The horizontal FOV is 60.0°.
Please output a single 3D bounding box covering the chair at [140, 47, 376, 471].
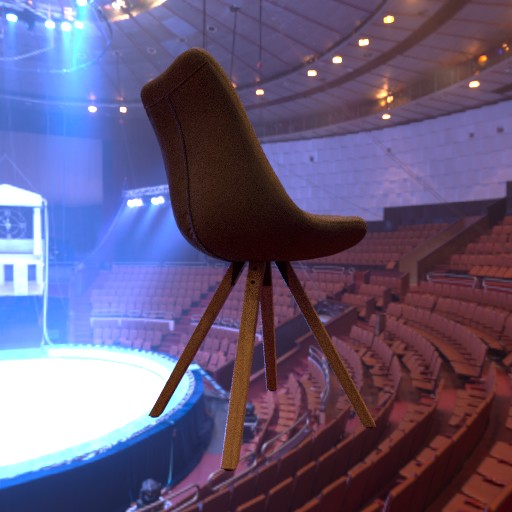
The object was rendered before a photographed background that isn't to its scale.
[{"bbox_3d":[0.000,0.000,1.169,0.547,0.865,0.483,1,-1,-36],"label":"chair"}]
